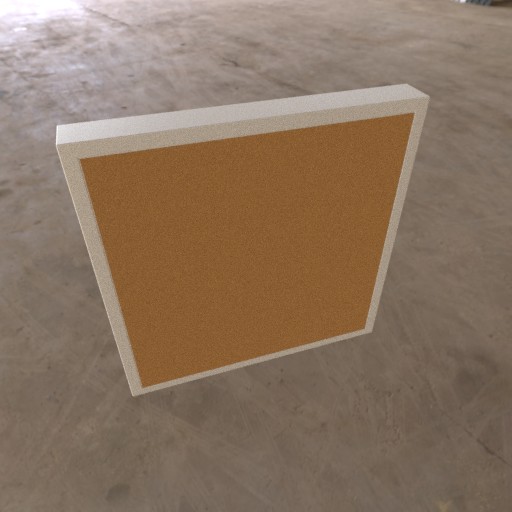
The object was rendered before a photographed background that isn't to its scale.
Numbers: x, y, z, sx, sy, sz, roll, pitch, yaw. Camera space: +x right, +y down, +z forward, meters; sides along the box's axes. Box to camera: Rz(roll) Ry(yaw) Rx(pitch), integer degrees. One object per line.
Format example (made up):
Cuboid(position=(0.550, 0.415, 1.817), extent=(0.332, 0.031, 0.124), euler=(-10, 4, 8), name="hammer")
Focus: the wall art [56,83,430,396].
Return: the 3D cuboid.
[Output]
Cuboid(position=(0.000, 0.000, 0.455), extent=(0.305, 0.305, 0.037), euler=(-12, 41, -14), name="wall art")
